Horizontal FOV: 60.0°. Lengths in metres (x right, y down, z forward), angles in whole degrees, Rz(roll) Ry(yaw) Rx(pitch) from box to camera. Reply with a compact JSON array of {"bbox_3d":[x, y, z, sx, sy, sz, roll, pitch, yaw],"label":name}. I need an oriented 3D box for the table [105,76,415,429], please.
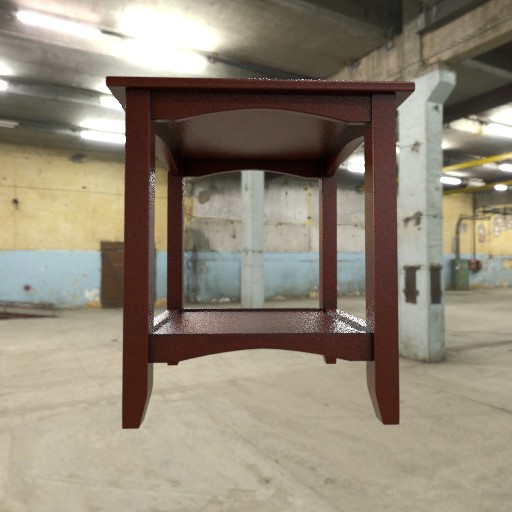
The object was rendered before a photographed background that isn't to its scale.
[{"bbox_3d":[0.000,0.000,0.957,0.522,0.558,0.523,0,-2,0],"label":"table"}]
